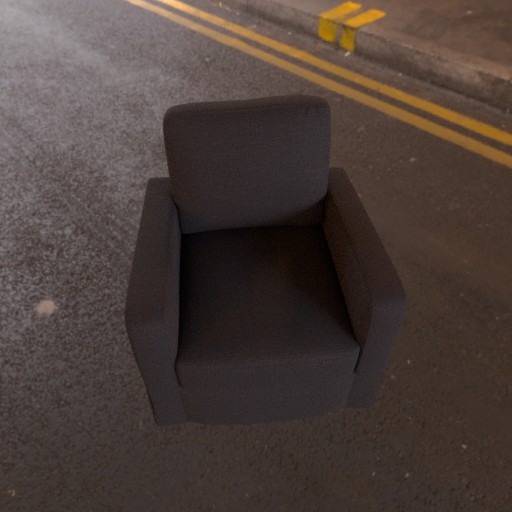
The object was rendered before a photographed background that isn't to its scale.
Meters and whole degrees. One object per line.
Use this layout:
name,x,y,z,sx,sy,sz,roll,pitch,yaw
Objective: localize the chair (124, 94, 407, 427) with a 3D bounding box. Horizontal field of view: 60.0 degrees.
chair,0.000,0.000,1.563,0.798,0.855,0.863,-4,47,-4
